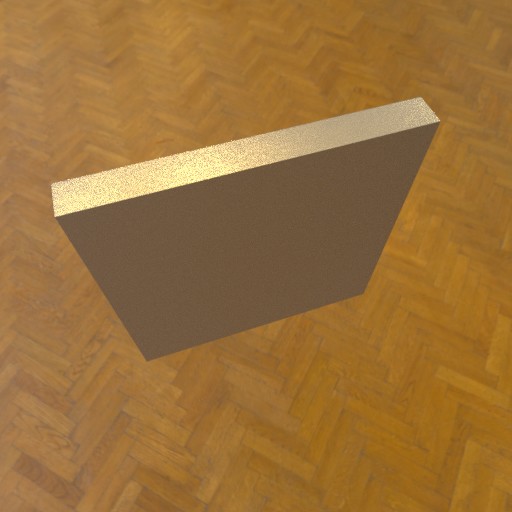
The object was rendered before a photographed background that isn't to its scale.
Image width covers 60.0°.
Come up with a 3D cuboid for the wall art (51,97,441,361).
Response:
[{"bbox_3d":[0.000,0.000,0.539,0.350,0.350,0.038,-16,59,-10],"label":"wall art"}]
